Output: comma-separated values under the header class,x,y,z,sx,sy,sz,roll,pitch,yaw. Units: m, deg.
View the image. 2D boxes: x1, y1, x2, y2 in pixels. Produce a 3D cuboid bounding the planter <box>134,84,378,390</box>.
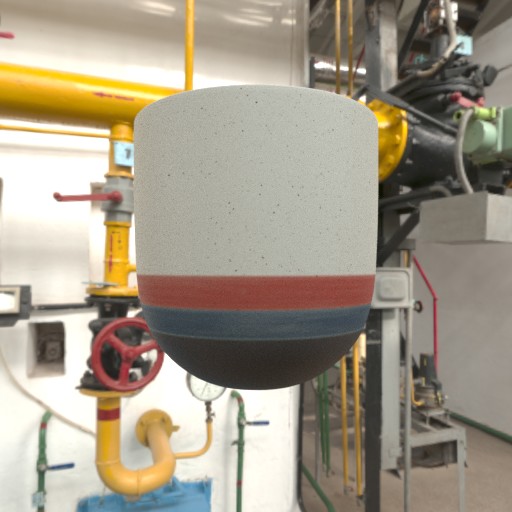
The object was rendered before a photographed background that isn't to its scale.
class,x,y,z,sx,sy,sz,roll,pitch,yaw
planter,0.000,0.000,0.380,0.204,0.214,0.204,0,-1,0
